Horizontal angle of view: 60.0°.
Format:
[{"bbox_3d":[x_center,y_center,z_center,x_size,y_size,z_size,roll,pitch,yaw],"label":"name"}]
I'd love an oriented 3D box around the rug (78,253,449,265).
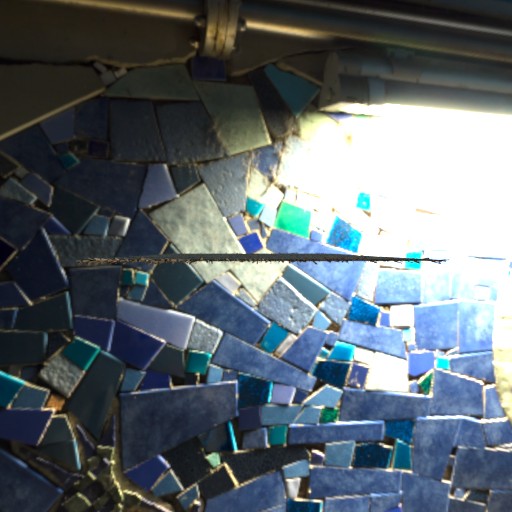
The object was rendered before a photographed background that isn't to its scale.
[{"bbox_3d":[0.000,0.000,2.345,1.181,0.028,1.936,0,1,-1],"label":"rug"}]
